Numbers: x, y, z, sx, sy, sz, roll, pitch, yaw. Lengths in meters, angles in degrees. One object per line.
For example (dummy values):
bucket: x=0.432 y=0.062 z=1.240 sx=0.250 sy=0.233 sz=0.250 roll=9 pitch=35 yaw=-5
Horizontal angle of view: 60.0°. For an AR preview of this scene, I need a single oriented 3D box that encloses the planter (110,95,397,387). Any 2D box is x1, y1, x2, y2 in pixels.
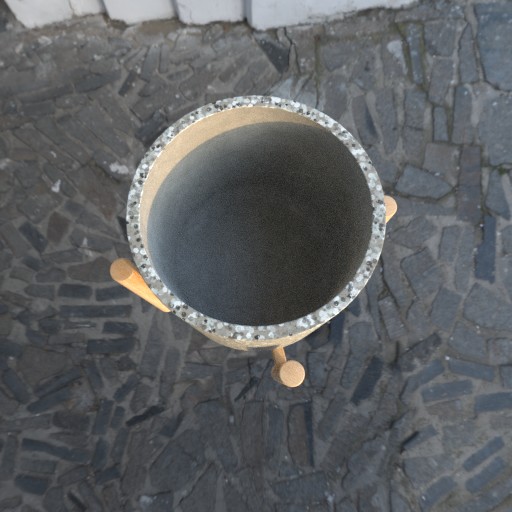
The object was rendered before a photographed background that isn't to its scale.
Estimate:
planter: x=0.000 y=0.000 z=0.534 sx=0.284 sy=0.320 sz=0.284 roll=8 pitch=76 yaw=2
